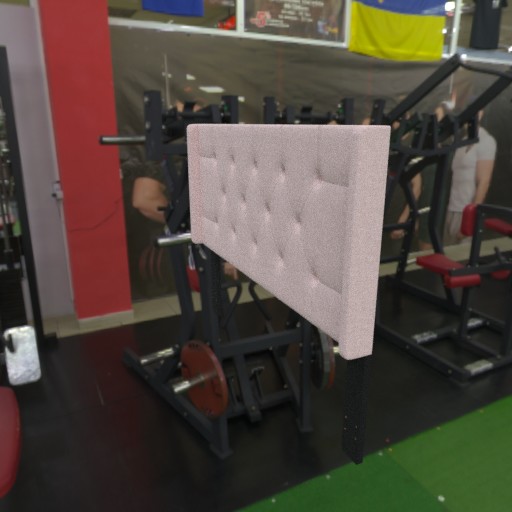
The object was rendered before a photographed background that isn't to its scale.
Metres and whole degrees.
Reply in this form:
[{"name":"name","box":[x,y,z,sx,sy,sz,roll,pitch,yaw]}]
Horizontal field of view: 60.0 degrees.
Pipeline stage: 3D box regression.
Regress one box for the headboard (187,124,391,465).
[{"name":"headboard","box":[0.000,0.000,2.679,0.184,1.524,2.051,-8,18,-24]}]
